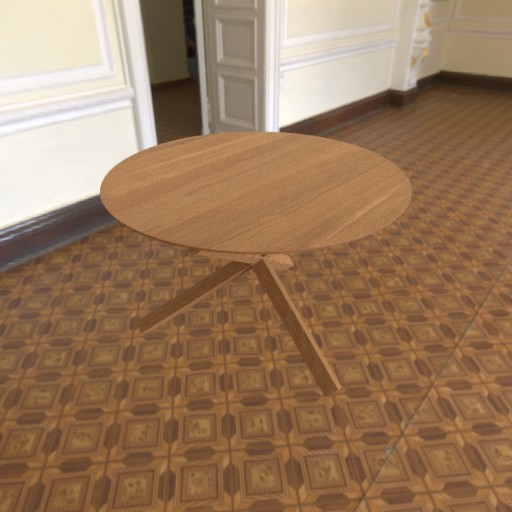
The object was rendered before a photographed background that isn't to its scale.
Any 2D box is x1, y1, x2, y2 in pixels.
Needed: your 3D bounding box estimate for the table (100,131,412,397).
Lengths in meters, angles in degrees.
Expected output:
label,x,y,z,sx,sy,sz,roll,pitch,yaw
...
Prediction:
label,x,y,z,sx,sy,sz,roll,pitch,yaw
table,0.000,0.000,1.712,1.038,0.666,1.038,0,32,0
